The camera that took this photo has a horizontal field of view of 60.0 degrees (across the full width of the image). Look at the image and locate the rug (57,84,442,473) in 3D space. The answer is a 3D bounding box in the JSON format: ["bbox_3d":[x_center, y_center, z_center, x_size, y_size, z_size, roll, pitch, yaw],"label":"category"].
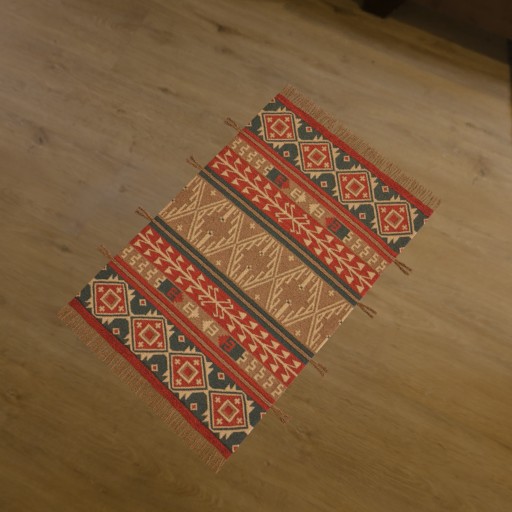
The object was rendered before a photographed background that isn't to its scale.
[{"bbox_3d":[0.000,0.000,2.573,1.469,0.040,2.025,41,79,10],"label":"rug"}]
